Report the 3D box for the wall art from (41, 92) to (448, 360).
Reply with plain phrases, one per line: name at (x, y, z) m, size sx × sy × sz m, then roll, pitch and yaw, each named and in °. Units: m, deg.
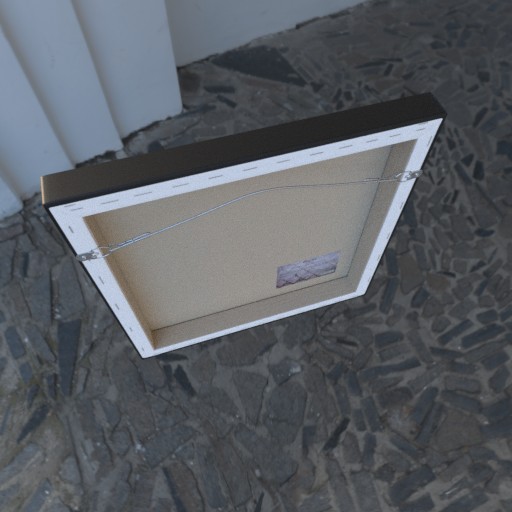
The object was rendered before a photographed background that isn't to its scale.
wall art at (0.000, 0.000, 0.602) m, size 0.406 × 0.407 × 0.041 m, roll -15°, pitch 59°, yaw -9°
